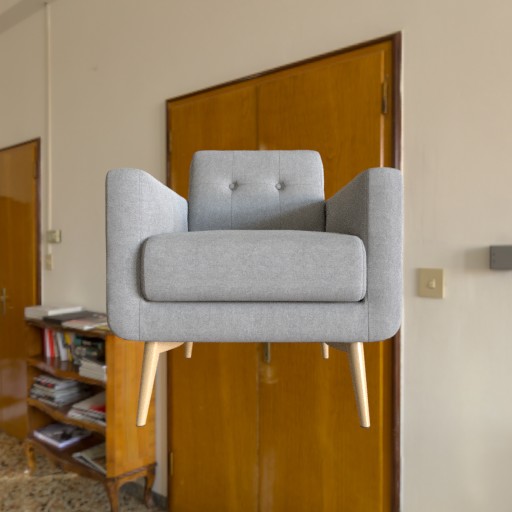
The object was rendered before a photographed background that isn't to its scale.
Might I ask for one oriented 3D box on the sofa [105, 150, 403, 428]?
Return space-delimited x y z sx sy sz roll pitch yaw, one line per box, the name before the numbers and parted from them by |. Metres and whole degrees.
sofa | 0.000 0.000 1.536 0.770 0.860 0.920 0 1 1
